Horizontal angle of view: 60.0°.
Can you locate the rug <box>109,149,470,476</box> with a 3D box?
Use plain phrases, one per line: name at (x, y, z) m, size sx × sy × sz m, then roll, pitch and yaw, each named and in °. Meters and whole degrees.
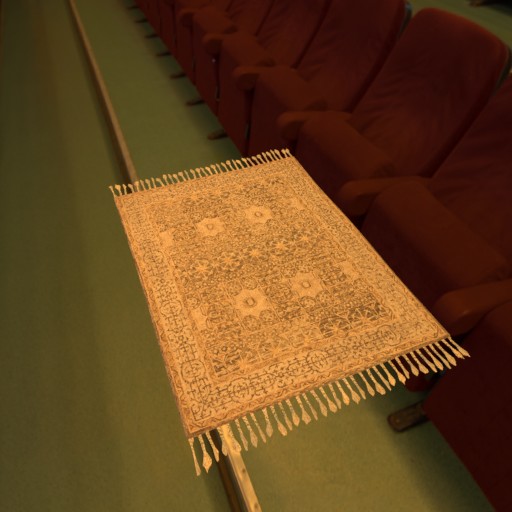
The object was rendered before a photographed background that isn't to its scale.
rug at (0.000, 0.000, 3.063) m, size 1.619 × 0.023 × 2.465 m, roll -16°, pitch 47°, yaw -16°
